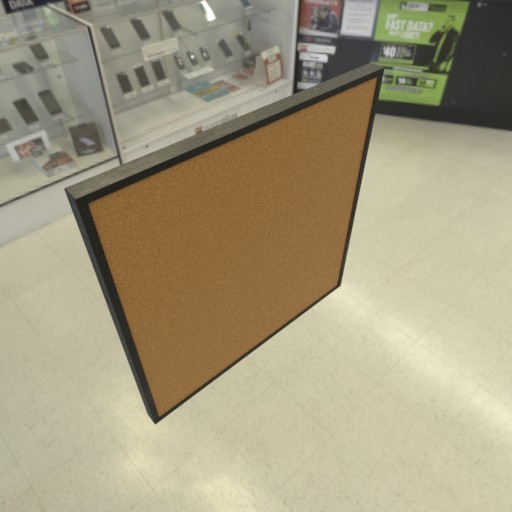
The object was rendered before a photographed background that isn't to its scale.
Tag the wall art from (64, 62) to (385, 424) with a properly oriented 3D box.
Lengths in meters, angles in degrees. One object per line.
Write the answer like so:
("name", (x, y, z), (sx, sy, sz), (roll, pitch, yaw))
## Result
("wall art", (0.000, 0.000, 1.126), (0.763, 0.763, 0.039), (-32, 53, -28))
